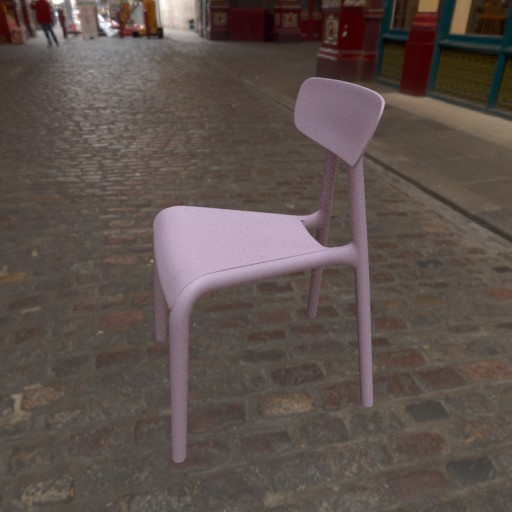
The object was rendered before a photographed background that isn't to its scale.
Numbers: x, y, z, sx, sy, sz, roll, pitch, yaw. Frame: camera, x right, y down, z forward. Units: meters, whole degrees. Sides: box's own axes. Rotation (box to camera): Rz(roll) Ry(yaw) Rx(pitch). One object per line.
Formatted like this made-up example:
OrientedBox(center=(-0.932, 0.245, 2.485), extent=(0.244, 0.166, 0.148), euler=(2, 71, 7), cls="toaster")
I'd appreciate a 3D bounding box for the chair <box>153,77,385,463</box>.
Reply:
OrientedBox(center=(0.000, 0.000, 0.823), extent=(0.401, 0.580, 0.356), euler=(-8, 31, -14), cls="chair")
